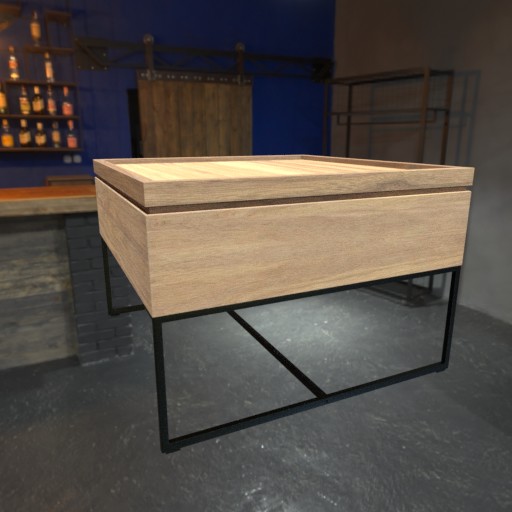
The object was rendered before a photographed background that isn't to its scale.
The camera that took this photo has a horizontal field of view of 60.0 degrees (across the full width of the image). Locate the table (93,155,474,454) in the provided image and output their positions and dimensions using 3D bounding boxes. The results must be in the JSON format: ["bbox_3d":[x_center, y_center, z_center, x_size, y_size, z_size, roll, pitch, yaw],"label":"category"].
[{"bbox_3d":[0.000,0.000,1.128,0.676,0.464,0.679,-7,17,-24],"label":"table"}]
